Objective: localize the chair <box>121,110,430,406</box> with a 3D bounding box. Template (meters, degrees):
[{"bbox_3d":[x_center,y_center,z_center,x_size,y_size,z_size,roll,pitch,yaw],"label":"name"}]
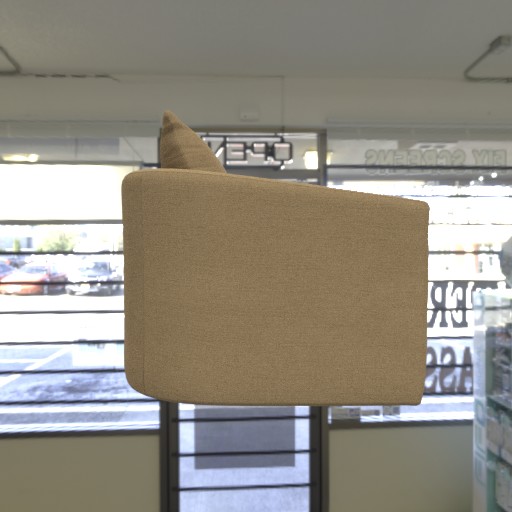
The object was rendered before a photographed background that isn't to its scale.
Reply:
[{"bbox_3d":[0.000,0.000,1.563,0.910,0.848,0.845,0,0,-1],"label":"chair"}]
